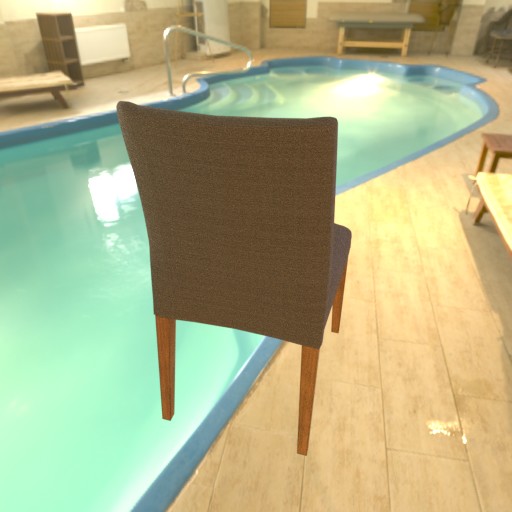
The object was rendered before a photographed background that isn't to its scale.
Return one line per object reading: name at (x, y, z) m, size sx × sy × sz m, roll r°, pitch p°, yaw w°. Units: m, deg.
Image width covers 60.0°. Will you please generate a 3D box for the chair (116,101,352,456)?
chair at (0.000, 0.000, 1.253) m, size 0.496 × 0.940 × 0.585 m, roll 9°, pitch 34°, yaw 13°
